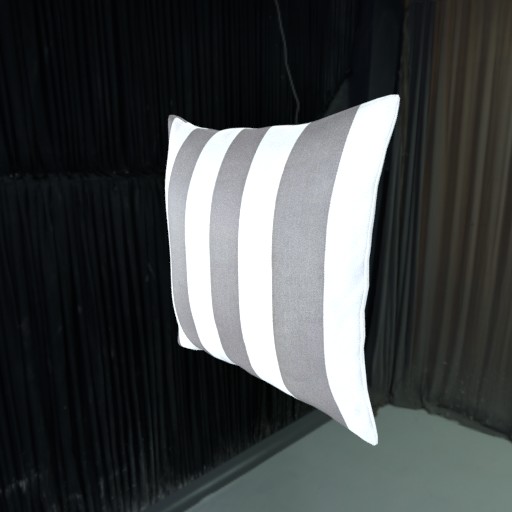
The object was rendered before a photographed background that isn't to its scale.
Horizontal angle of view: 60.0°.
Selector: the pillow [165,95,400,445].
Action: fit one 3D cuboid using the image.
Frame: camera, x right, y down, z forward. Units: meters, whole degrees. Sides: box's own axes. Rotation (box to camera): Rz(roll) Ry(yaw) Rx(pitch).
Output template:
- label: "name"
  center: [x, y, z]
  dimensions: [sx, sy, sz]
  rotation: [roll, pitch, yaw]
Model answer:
- label: "pillow"
  center: [0.000, 0.000, 0.789]
  dimensions: [0.192, 0.507, 0.522]
  rotation: [-13, 18, -42]
